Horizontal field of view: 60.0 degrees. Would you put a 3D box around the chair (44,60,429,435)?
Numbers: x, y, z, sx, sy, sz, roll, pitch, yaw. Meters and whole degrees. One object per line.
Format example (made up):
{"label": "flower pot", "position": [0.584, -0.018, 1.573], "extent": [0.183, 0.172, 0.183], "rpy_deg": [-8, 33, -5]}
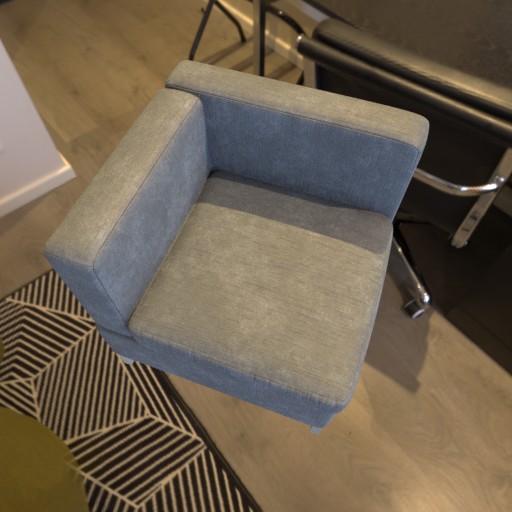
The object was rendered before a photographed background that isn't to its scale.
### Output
{"label": "chair", "position": [0.000, 0.000, 1.210], "extent": [0.680, 0.660, 0.680], "rpy_deg": [17, 60, 10]}
